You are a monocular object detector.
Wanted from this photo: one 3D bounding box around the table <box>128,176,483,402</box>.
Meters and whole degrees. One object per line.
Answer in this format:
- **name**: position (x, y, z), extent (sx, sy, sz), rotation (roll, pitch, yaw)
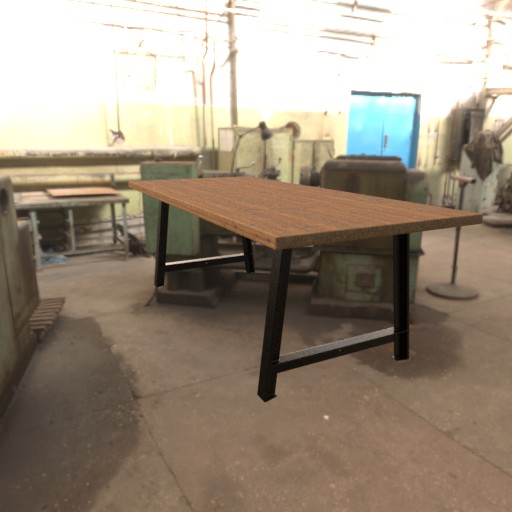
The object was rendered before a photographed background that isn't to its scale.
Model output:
- **table**: position (0.000, 0.000, 2.666), extent (1.000, 0.757, 2.200), rotation (-7, 16, -26)
